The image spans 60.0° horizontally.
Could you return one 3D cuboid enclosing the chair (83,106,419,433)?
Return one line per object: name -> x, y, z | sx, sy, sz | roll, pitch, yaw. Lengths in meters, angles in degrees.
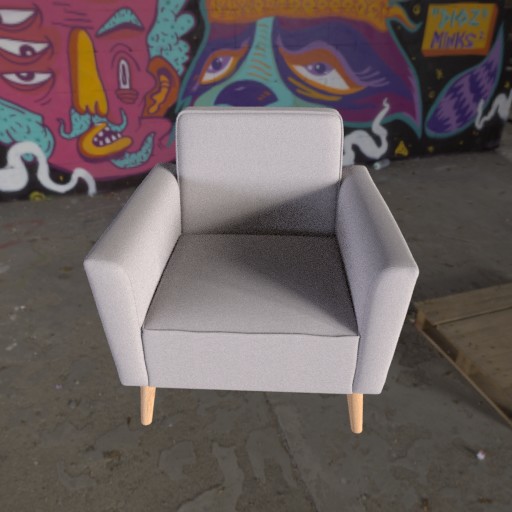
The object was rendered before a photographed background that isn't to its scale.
chair -> 0.000, 0.000, 1.415 | 0.780, 0.780, 0.750 | 1, 30, 2
